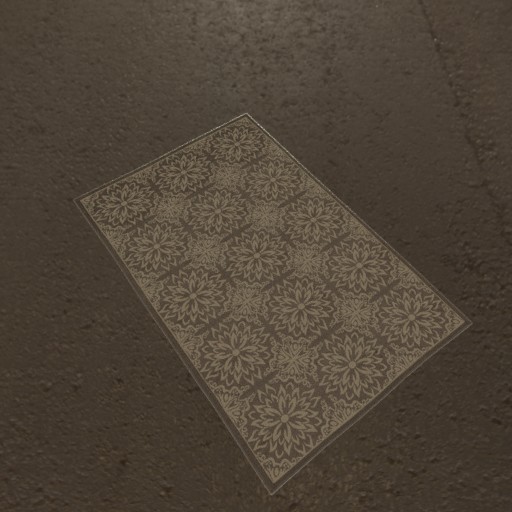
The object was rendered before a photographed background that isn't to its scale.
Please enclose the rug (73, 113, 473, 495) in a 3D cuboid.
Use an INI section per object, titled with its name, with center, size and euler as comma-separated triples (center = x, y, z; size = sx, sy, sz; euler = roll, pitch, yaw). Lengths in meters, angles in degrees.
[rug]
center = 0.000, 0.000, 3.453
size = 1.819, 0.018, 2.746
euler = -32, 63, -18
